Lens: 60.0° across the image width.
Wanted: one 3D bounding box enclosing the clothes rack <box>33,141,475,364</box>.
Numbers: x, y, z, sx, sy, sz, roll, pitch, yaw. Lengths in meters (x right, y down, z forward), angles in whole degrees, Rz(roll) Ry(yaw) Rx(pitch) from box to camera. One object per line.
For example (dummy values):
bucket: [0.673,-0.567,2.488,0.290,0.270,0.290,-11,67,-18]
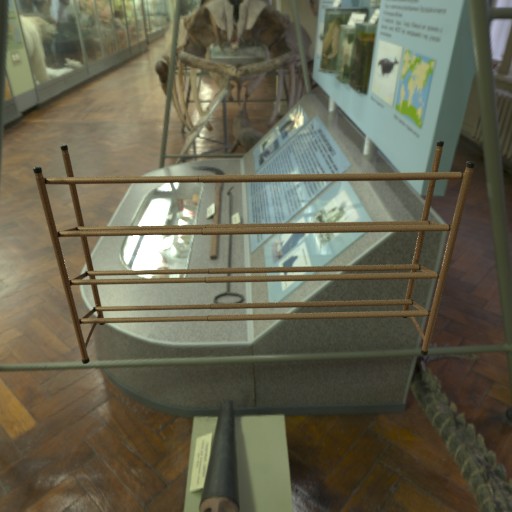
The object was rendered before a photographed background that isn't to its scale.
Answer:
clothes rack: [0.000,0.000,1.422,1.168,0.672,0.229,-1,30,-2]
